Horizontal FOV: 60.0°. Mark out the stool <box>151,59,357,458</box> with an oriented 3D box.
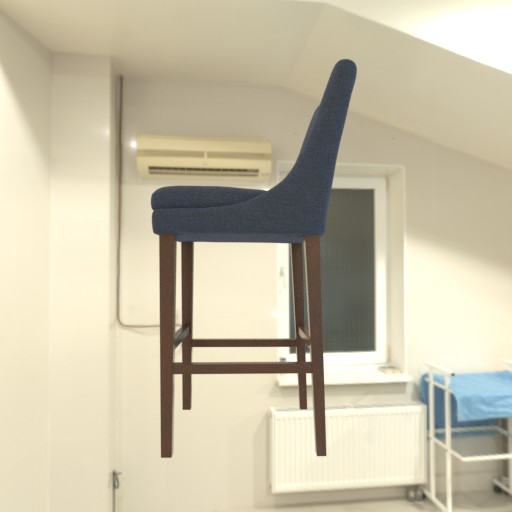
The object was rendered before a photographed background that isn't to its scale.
[{"bbox_3d":[0.000,0.000,1.397,0.577,1.078,0.470,0,-1,-1],"label":"stool"}]
